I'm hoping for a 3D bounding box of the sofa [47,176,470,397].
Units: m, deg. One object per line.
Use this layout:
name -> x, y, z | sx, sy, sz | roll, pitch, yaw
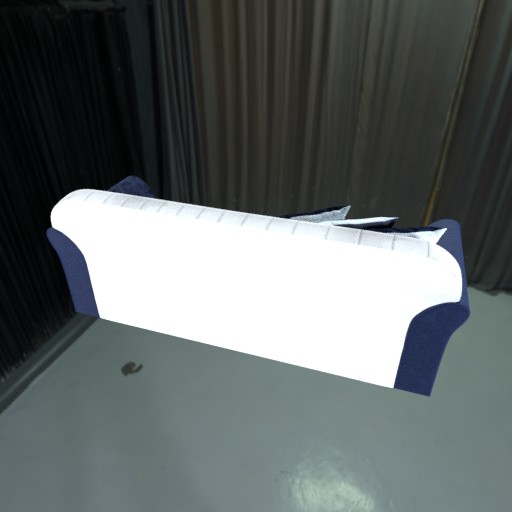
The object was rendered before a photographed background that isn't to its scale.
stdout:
sofa -> 0.000, 0.000, 2.374 | 2.006, 0.789, 0.749 | 10, 33, 16
